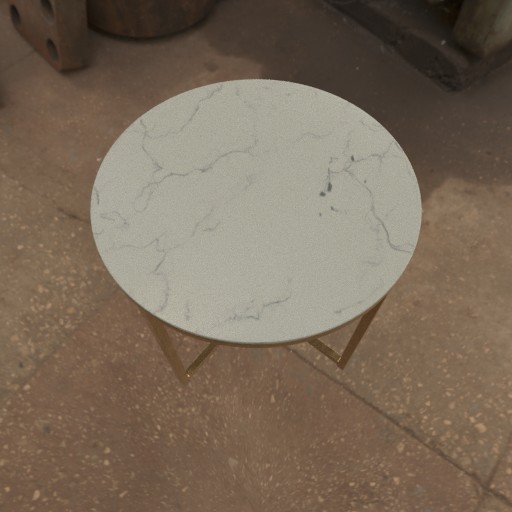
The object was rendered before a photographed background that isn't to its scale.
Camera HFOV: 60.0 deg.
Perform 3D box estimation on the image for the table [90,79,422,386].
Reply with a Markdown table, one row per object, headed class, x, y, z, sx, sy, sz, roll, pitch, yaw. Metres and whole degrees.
| class | x | y | z | sx | sy | sz | roll | pitch | yaw |
| --- | --- | --- | --- | --- | --- | --- | --- | --- | --- |
| table | 0.000 | 0.000 | 0.860 | 0.500 | 0.420 | 0.500 | 0 | 59 | 0 |
